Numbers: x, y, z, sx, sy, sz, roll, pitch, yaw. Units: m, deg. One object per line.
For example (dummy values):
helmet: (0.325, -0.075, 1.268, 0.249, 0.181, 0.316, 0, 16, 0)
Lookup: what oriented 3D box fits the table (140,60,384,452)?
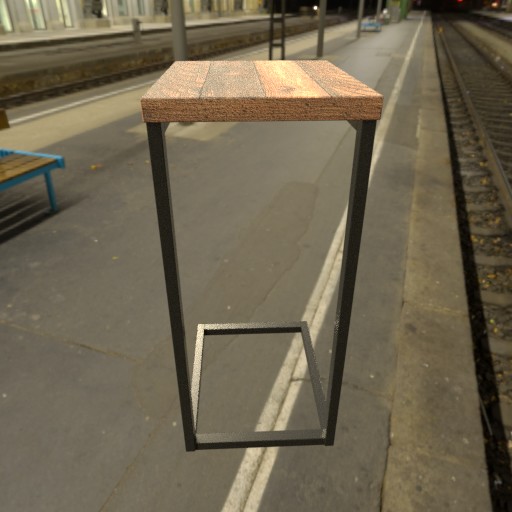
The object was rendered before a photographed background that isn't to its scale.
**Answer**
table: (0.000, 0.000, 0.940, 0.323, 0.718, 0.414, -1, 30, -2)
